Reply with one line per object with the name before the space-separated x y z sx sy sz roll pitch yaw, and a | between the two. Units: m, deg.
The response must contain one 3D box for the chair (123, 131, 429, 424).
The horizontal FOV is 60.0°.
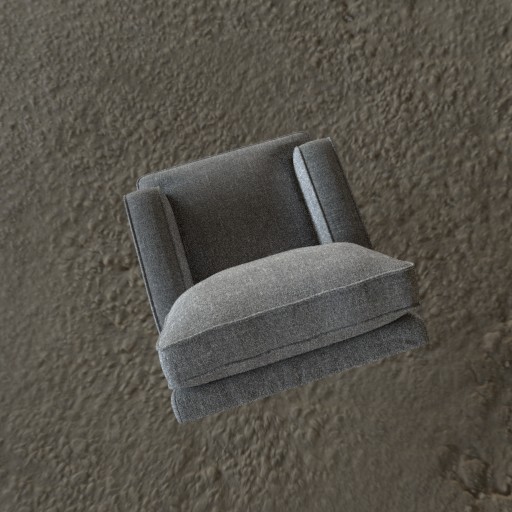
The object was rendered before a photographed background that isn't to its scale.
chair | 0.000 0.000 1.687 0.861 0.962 0.964 -17 76 -4
